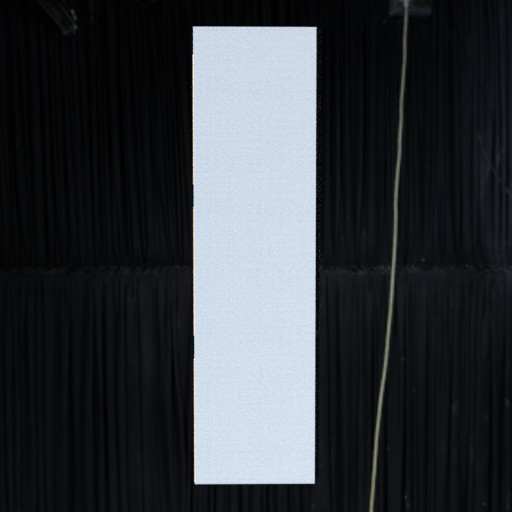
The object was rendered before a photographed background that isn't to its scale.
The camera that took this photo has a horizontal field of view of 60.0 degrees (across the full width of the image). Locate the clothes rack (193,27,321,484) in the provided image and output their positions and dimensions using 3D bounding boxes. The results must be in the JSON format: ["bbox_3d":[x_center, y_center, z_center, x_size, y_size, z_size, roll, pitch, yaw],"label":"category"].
[{"bbox_3d":[0.000,0.000,1.401,0.330,1.187,0.500,0,2,0],"label":"clothes rack"}]
